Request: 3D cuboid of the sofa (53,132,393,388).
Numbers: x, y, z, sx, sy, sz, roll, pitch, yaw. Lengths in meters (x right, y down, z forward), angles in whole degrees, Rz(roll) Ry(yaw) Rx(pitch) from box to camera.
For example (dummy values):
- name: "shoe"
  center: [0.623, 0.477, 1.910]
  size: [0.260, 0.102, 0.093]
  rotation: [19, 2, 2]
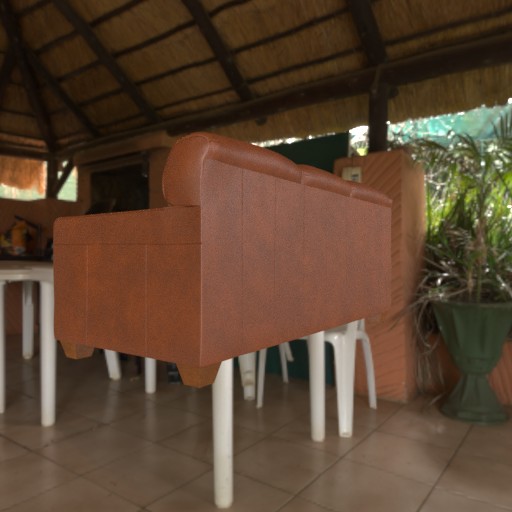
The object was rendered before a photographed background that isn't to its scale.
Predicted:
- name: "sofa"
  center: [0.000, 0.000, 2.626]
  size: [1.008, 0.953, 2.039]
  rotation: [0, 0, 35]
